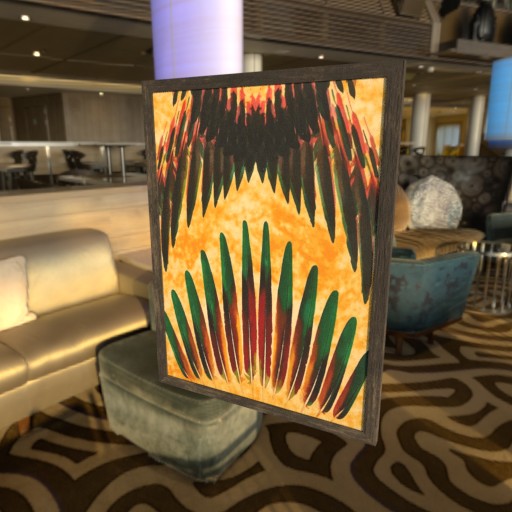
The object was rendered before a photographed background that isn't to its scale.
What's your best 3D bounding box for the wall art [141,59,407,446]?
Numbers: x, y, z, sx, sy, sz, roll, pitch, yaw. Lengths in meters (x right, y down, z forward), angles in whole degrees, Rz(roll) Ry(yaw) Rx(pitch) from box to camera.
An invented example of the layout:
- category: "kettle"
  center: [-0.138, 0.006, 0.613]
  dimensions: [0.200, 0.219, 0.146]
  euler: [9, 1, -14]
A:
- category: "wall art"
  center: [0.000, 0.000, 1.379]
  dimensions: [0.812, 1.066, 0.029]
  euler: [7, 16, 26]
